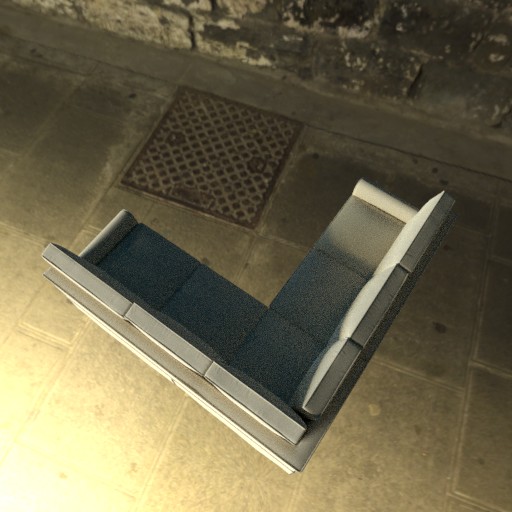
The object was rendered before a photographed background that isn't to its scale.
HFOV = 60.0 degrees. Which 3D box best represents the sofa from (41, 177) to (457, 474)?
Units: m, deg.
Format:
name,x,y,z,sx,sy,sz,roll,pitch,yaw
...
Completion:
name,x,y,z,sx,sy,sz,roll,pitch,yaw
sofa,0.000,0.000,4.060,2.597,1.070,2.591,33,68,15
